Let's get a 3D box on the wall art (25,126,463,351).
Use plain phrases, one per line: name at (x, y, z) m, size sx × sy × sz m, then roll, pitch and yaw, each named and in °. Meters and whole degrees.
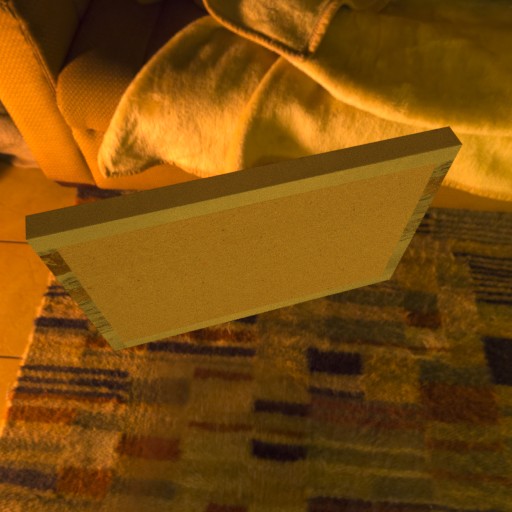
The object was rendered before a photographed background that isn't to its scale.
wall art at (0.000, 0.000, 0.777) m, size 0.606 × 0.407 × 0.041 m, roll -14°, pitch 60°, yaw -8°
